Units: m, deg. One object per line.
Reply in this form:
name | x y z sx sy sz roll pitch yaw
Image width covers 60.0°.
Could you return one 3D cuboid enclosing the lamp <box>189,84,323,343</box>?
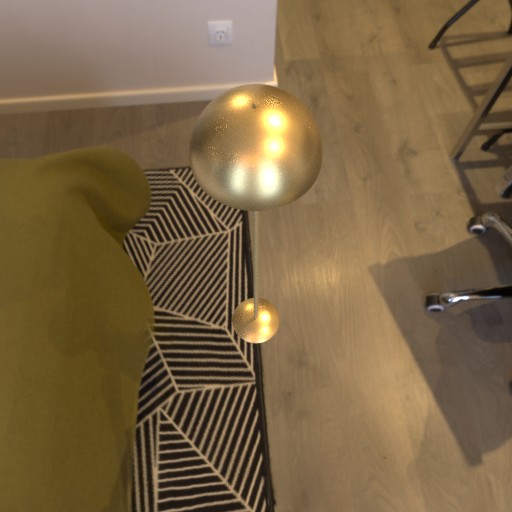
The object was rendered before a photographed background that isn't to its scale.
lamp | 0.000 0.000 1.606 0.328 1.480 0.328 -33 68 -15
